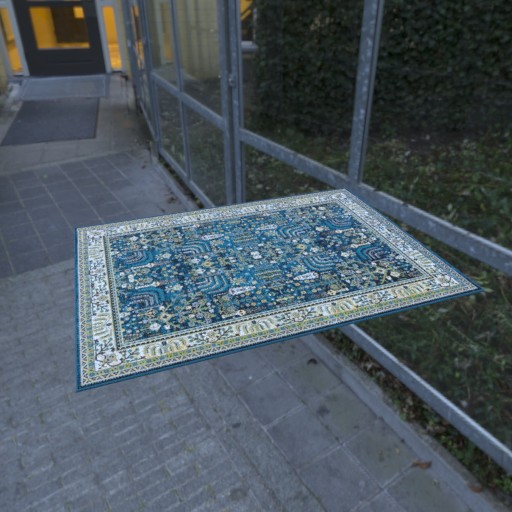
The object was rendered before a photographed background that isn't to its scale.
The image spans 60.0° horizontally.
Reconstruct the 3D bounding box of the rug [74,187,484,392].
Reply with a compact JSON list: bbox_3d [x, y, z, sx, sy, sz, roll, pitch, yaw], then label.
[{"bbox_3d":[0.000,0.000,2.865,2.213,0.013,1.594,-11,33,-17],"label":"rug"}]
